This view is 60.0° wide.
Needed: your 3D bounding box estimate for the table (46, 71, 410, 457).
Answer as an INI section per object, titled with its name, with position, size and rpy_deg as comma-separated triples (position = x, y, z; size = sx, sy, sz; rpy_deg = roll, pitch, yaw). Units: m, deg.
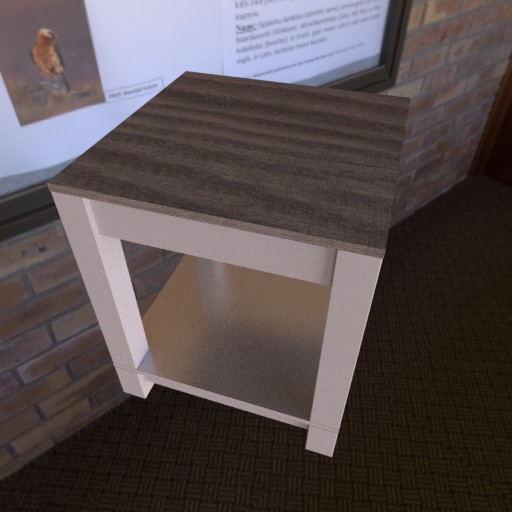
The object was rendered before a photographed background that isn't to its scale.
[table]
position = 0.000, 0.000, 0.990
size = 0.506, 0.587, 0.504
rpy_deg = 12, 43, 13
